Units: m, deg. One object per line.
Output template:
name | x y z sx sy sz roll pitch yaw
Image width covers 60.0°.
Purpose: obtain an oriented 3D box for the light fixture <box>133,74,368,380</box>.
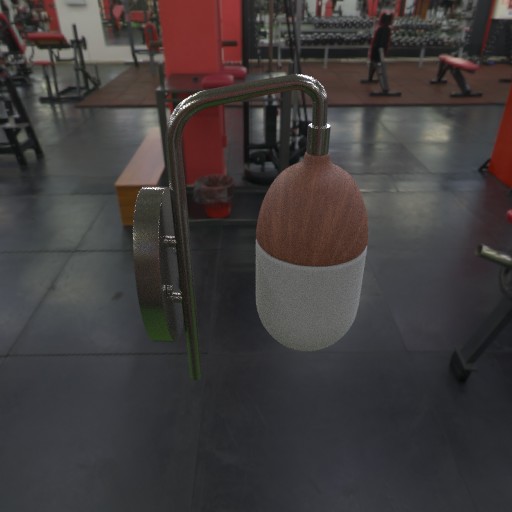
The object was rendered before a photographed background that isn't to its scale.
light fixture | 0.000 0.000 0.446 0.216 0.343 0.108 1 31 2
